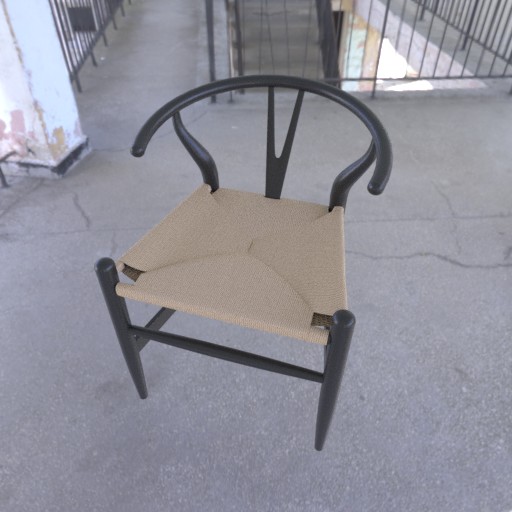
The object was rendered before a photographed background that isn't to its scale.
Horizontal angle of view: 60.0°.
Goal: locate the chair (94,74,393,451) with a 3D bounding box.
[{"bbox_3d":[0.000,0.000,1.148,0.570,0.739,0.570,11,42,13],"label":"chair"}]
